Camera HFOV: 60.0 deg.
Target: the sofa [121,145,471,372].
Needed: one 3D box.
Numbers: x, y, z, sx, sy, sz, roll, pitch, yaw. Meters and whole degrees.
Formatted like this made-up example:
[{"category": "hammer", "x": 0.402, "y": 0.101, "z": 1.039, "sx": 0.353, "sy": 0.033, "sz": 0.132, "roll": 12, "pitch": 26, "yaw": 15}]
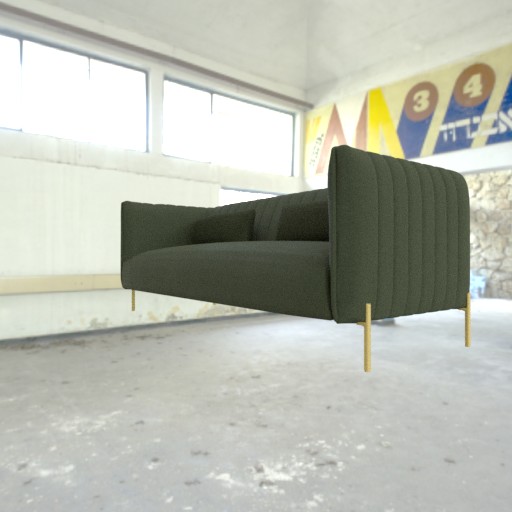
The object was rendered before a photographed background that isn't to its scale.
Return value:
[{"category": "sofa", "x": 0.000, "y": 0.000, "z": 2.553, "sx": 0.896, "sy": 0.793, "sz": 2.137, "roll": 0, "pitch": 0, "yaw": -37}]
